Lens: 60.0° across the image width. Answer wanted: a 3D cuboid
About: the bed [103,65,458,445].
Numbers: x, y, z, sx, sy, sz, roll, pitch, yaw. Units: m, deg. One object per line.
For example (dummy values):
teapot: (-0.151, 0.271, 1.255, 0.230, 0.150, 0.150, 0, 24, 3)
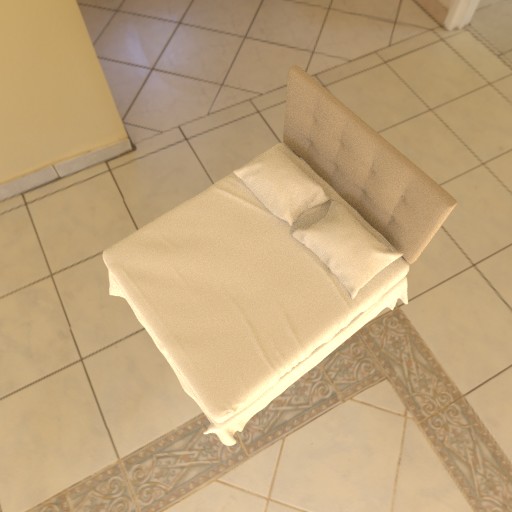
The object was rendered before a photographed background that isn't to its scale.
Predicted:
bed: (0.000, 0.000, 3.540, 2.222, 1.577, 1.936, -35, 68, -16)
